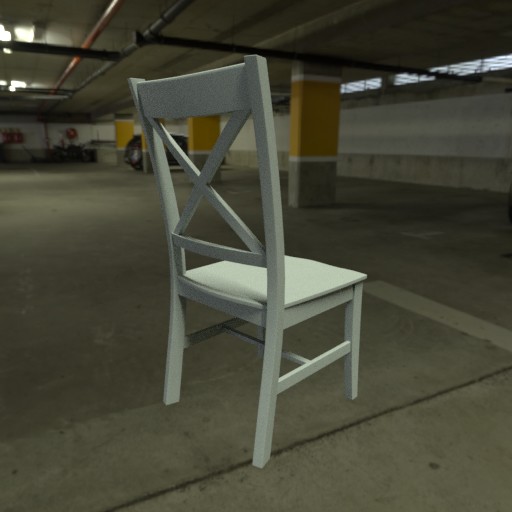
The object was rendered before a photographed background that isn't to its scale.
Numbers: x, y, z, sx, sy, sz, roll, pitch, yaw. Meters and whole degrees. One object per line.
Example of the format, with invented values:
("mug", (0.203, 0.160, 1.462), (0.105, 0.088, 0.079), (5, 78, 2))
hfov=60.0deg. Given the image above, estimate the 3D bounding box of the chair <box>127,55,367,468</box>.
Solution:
("chair", (0.000, 0.000, 1.318), (0.485, 0.983, 0.542), (13, 19, 43))
